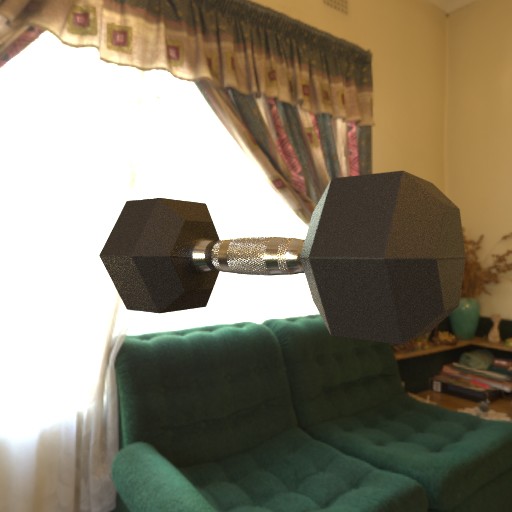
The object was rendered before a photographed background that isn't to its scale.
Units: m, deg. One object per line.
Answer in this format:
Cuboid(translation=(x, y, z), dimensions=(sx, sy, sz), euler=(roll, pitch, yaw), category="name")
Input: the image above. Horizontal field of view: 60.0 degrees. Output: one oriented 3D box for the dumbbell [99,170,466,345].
Cuboid(translation=(0.000, 0.000, 0.357), dimensions=(0.297, 0.101, 0.116), euler=(0, 1, 37), category="dumbbell")
